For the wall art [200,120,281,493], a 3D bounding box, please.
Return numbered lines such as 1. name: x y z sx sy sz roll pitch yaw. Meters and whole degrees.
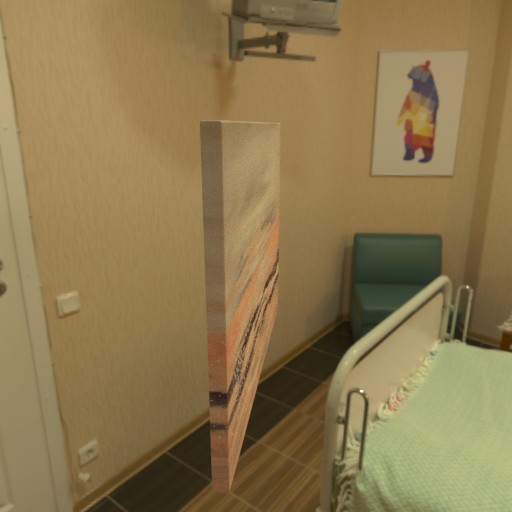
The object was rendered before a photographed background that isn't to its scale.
1. wall art: 0.000 0.000 1.320 0.038 0.763 1.015 2 17 8
